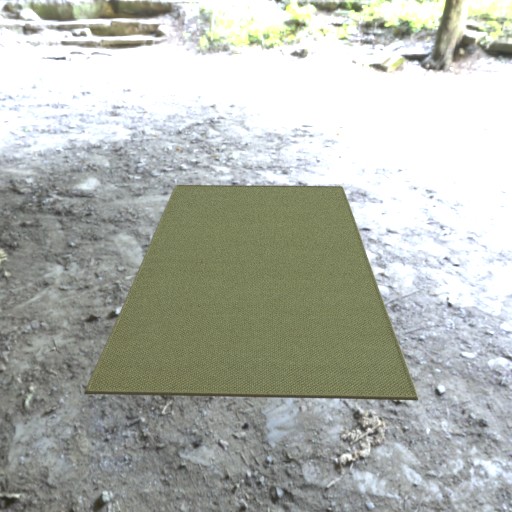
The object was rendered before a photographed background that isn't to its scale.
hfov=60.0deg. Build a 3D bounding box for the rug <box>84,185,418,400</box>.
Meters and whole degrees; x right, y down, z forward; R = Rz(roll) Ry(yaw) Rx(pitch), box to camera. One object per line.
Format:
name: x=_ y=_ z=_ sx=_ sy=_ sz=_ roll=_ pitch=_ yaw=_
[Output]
rug: x=0.000 y=0.000 z=2.111 sx=1.067 sy=0.013 sz=1.676 roll=1 pitch=32 yaw=1
